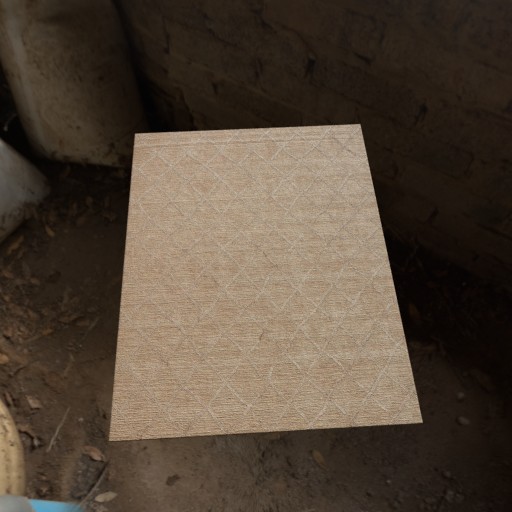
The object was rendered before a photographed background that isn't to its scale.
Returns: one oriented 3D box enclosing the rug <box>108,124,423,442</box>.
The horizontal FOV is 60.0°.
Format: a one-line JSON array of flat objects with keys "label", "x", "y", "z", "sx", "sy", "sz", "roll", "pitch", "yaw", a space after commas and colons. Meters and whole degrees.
[{"label": "rug", "x": 0.000, "y": 0.000, "z": 4.081, "sx": 2.420, "sy": 0.019, "sz": 3.039, "roll": -3, "pitch": 64, "yaw": -1}]
